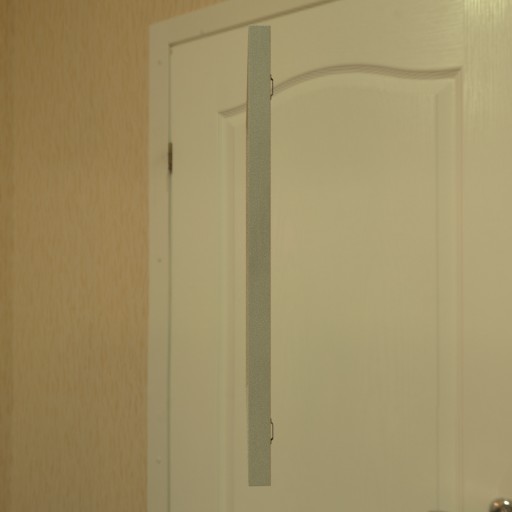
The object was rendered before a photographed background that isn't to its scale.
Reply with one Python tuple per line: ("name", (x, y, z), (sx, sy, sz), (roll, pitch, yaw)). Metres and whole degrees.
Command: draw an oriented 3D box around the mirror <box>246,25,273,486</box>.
("mirror", (0.000, 0.000, 0.936), (0.039, 0.710, 0.507), (0, -1, -2))
